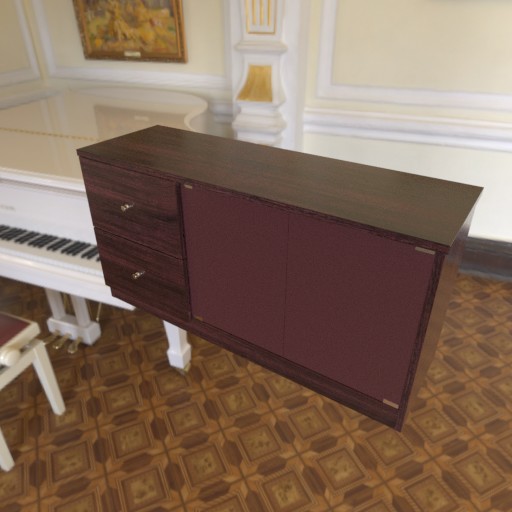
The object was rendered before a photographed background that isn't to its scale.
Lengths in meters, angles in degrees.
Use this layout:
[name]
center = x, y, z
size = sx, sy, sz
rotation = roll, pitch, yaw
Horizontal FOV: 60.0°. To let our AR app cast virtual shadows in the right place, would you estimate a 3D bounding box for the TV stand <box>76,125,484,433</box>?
[TV stand]
center = 0.000, 0.000, 1.476
size = 1.192, 0.614, 0.404
rotation = 19, 35, 28
